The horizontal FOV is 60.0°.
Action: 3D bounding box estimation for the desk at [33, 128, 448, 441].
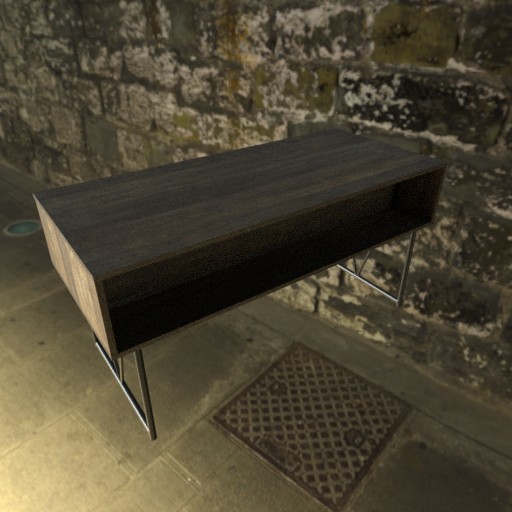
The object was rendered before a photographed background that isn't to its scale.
[{"bbox_3d":[0.000,0.000,2.048,1.600,0.780,0.730,-20,36,-30],"label":"desk"}]
